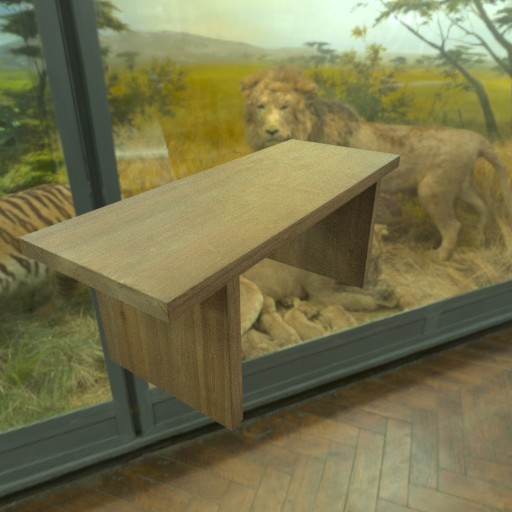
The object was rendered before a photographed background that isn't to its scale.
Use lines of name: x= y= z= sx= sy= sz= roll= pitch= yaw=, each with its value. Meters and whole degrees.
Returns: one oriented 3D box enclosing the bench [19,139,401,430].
bench: x=0.000 y=0.000 z=1.400 sx=0.458 sy=0.458 sz=1.183 roll=18 pitch=32 yaw=30
